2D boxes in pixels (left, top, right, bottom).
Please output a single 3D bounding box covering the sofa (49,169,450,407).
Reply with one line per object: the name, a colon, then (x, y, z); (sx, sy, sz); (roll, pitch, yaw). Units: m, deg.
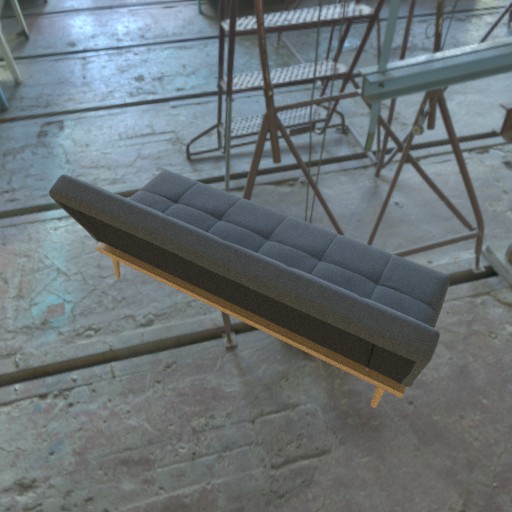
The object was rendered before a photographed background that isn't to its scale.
sofa: (0.000, 0.000, 2.254); (1.820, 0.770, 0.820); (23, 51, 20)
